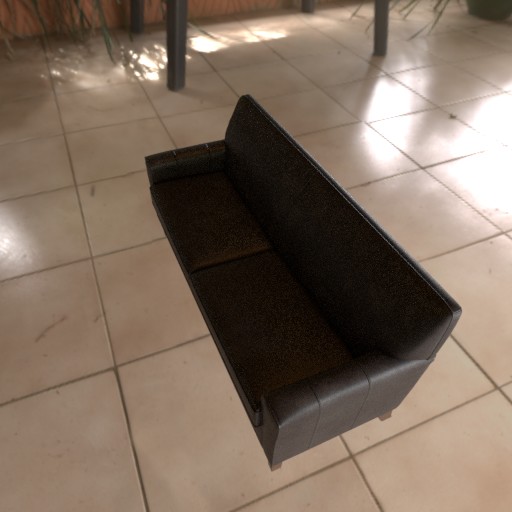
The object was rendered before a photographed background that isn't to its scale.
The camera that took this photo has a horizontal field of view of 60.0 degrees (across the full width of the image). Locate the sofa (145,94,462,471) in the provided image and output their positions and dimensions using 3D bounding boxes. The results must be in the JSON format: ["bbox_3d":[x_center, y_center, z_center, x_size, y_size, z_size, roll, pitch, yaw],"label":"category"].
[{"bbox_3d":[0.000,0.000,2.526,0.805,0.947,2.053,-17,47,-17],"label":"sofa"}]
